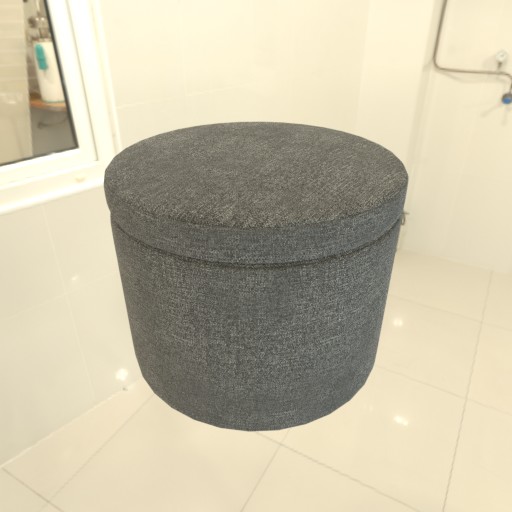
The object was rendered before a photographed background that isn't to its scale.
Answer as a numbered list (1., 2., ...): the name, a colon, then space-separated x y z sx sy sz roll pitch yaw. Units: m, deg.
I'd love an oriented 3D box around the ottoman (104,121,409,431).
1. ottoman: 0.000 0.000 0.847 0.500 0.419 0.500 0 31 0
